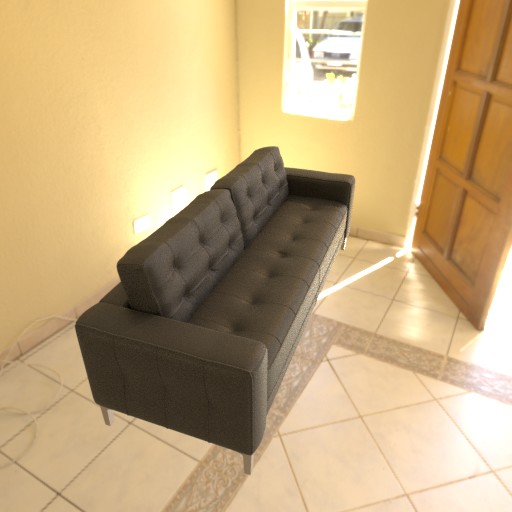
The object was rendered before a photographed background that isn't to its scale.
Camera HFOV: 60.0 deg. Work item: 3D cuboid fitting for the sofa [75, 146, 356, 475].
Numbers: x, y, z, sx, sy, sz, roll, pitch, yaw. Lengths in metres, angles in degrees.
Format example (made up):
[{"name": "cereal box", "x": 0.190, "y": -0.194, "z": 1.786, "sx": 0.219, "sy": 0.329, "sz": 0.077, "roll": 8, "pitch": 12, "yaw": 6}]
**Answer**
[{"name": "sofa", "x": 0.000, "y": 0.000, "z": 2.740, "sx": 0.833, "sy": 0.893, "sz": 2.275, "roll": 11, "pitch": 32, "yaw": 18}]
